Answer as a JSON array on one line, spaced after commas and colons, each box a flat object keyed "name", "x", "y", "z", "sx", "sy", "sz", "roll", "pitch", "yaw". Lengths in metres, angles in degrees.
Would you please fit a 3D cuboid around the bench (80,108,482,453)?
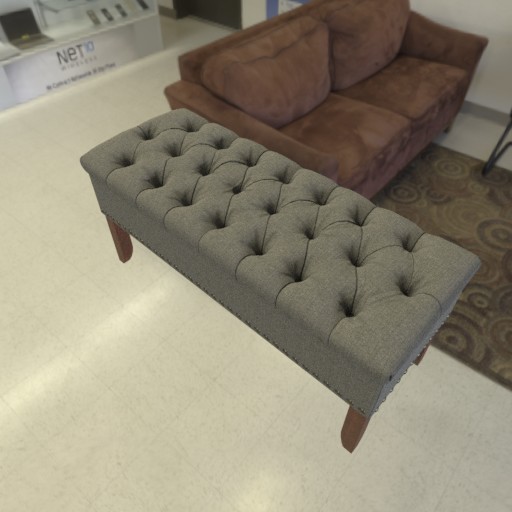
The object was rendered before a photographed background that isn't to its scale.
[{"name": "bench", "x": 0.000, "y": 0.000, "z": 1.305, "sx": 1.052, "sy": 0.470, "sz": 0.417, "roll": 34, "pitch": 55, "yaw": 28}]
